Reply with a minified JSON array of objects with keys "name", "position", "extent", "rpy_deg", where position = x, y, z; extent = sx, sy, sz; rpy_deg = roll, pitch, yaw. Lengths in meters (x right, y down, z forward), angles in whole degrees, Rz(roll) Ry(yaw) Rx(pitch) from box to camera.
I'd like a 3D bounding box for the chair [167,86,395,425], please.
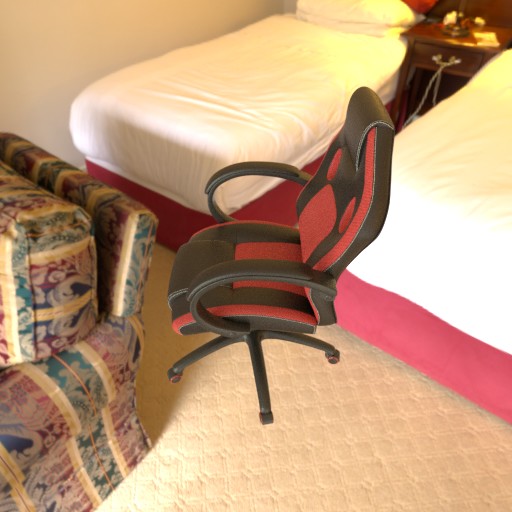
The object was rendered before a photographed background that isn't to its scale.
[{"name":"chair","position":[0.000,0.000,1.686],"extent":[0.783,1.189,0.750],"rpy_deg":[0,41,0]}]
